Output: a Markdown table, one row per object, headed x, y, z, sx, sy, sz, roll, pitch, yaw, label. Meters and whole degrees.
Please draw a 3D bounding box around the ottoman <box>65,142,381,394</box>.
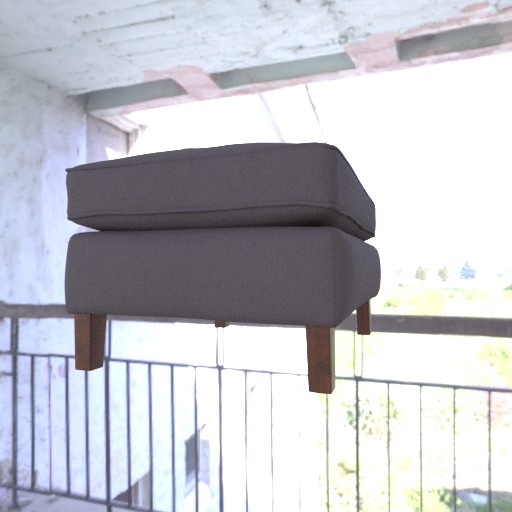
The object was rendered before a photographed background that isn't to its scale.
| x | y | z | sx | sy | sz | roll | pitch | yaw | label |
| --- | --- | --- | --- | --- | --- | --- | --- | --- | --- |
| 0.000 | 0.000 | 0.986 | 0.508 | 0.406 | 0.686 | -1 | -1 | 20 | ottoman |
